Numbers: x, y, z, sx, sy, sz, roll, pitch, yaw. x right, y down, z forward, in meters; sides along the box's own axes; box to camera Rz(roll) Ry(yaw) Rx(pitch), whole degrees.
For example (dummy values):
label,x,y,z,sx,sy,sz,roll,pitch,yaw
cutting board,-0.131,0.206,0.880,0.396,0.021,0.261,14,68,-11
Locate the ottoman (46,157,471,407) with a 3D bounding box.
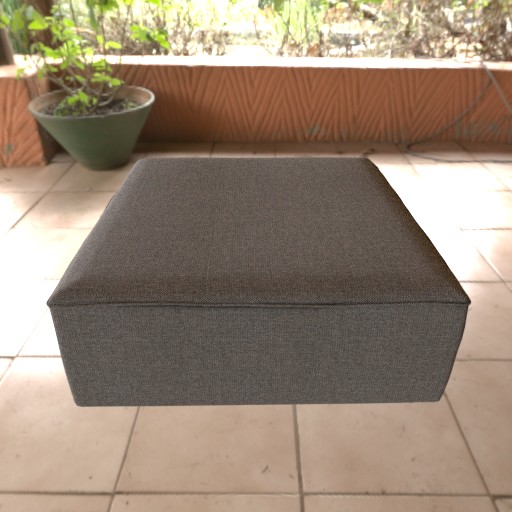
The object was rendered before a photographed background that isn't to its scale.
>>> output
label,x,y,z,sx,sy,sz,roll,pitch,yaw
ottoman,0.000,0.000,1.536,1.023,0.423,1.017,0,31,0
